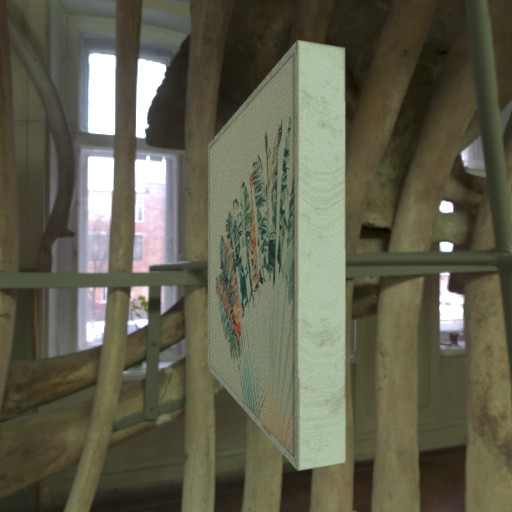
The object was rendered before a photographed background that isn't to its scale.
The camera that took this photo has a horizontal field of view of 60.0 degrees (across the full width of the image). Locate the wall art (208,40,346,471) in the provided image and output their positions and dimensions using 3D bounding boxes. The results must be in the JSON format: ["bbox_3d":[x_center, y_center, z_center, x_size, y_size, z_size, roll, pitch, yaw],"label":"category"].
[{"bbox_3d":[0.000,0.000,0.462,0.038,0.303,0.305,0,0,-18],"label":"wall art"}]
